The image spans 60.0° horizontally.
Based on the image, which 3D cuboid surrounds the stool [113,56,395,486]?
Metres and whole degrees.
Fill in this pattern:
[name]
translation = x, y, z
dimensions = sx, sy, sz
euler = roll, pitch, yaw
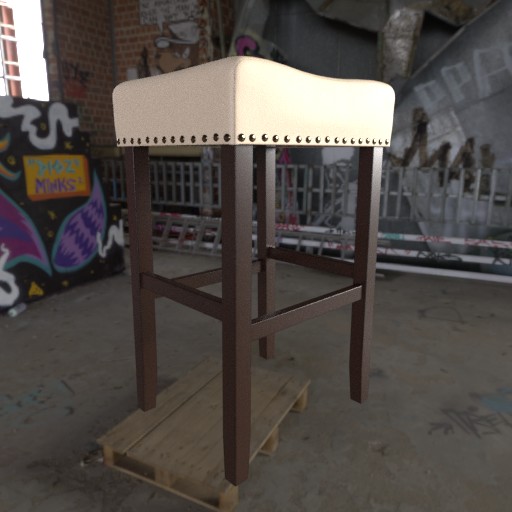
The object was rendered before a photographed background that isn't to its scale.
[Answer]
[stool]
translation = 0.000, 0.000, 1.029
dimensions = 0.471, 0.762, 0.401
euler = -12, 18, -42
